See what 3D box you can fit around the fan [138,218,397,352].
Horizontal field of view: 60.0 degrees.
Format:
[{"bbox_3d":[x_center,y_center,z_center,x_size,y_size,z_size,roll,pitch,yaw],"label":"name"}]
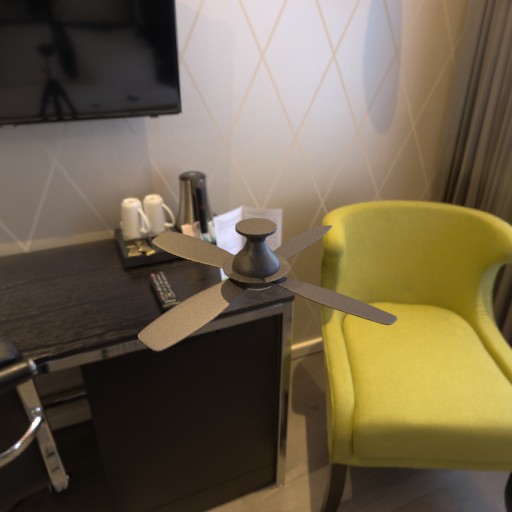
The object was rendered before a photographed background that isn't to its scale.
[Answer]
[{"bbox_3d":[0.000,0.000,2.578,1.694,0.382,1.694,19,33,32],"label":"fan"}]
